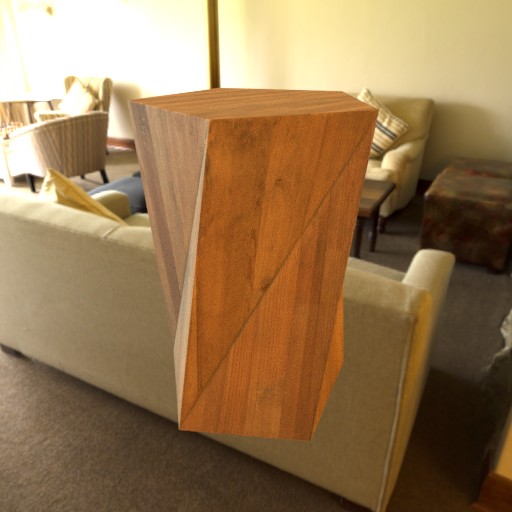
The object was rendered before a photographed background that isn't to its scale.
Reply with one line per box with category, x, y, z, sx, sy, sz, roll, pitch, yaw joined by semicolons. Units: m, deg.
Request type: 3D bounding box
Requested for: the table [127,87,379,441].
table;0.000;0.000;0.900;0.425;0.604;0.441;-8;27;-17
